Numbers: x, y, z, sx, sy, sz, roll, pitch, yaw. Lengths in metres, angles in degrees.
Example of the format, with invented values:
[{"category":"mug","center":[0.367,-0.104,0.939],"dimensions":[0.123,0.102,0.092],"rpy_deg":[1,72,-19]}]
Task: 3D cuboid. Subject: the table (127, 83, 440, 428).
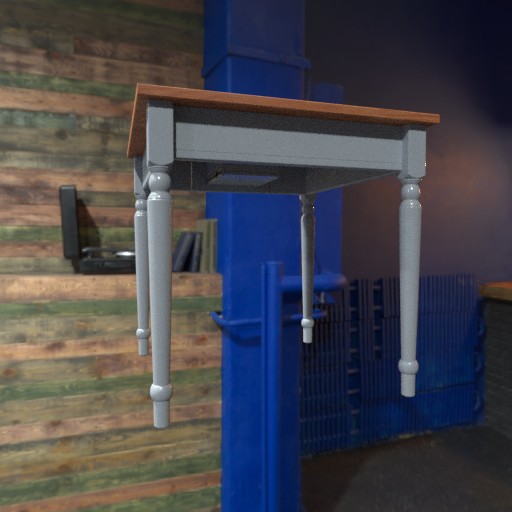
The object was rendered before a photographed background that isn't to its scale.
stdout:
[{"category":"table","center":[0.000,0.000,1.385],"dimensions":[0.747,0.738,0.747],"rpy_deg":[-1,2,-18]}]
